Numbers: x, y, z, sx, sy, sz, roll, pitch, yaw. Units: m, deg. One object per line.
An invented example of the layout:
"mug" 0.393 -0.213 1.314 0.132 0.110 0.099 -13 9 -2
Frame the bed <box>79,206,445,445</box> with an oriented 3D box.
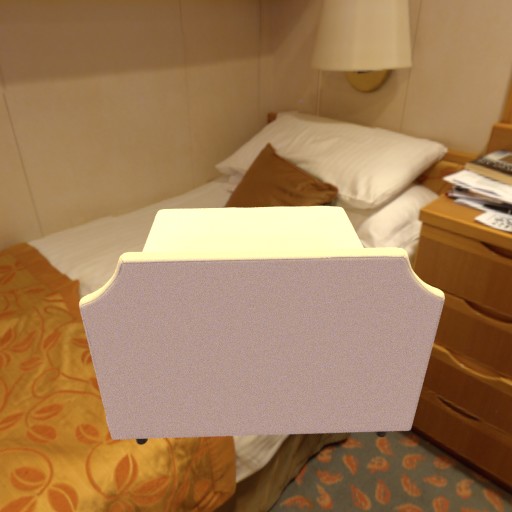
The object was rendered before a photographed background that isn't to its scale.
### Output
"bed" 0.000 0.000 4.076 2.350 1.590 2.773 -1 30 -2
